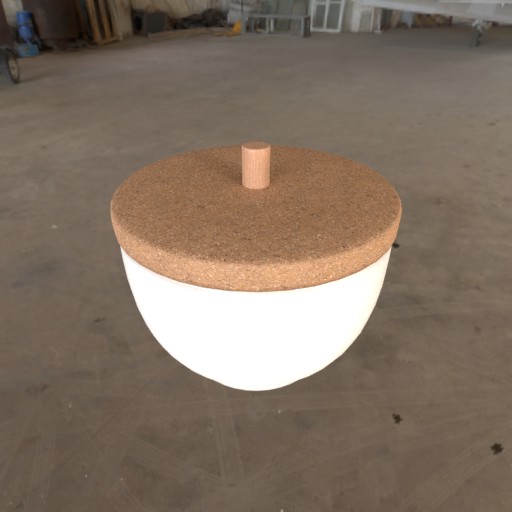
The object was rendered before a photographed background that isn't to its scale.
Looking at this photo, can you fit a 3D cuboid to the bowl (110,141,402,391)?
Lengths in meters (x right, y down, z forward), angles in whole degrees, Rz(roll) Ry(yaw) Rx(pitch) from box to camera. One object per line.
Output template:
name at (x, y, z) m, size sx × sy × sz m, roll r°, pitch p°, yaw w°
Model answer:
bowl at (0.000, 0.000, 0.217) m, size 0.126 × 0.110 × 0.126 m, roll 0°, pitch 32°, yaw 0°
